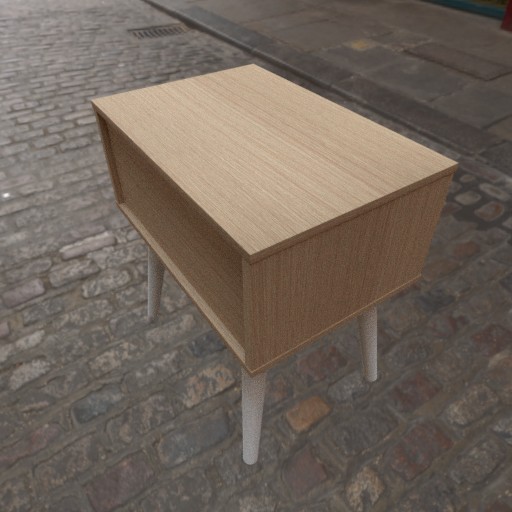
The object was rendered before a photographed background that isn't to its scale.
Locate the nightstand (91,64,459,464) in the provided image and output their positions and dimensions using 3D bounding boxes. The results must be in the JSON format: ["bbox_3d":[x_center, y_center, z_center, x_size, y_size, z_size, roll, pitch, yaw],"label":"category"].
[{"bbox_3d":[0.000,0.000,0.988,0.407,0.610,0.571,-24,46,-25],"label":"nightstand"}]
